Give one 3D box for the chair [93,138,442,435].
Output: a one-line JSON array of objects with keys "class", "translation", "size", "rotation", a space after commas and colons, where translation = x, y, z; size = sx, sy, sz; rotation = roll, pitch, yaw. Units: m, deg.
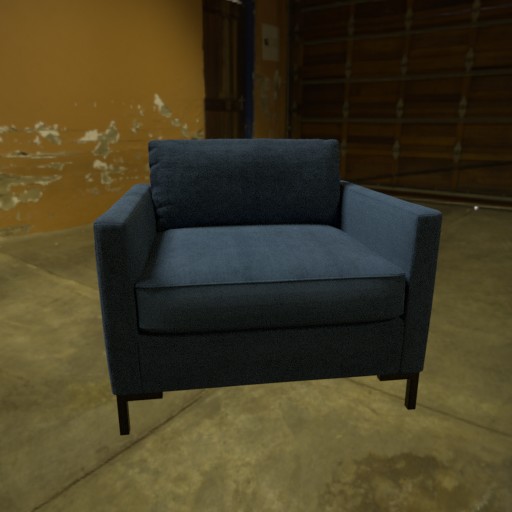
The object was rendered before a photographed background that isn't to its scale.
[{"class": "chair", "translation": [0.000, 0.000, 1.602], "size": [0.964, 0.812, 0.875], "rotation": [-2, 16, -8]}]
